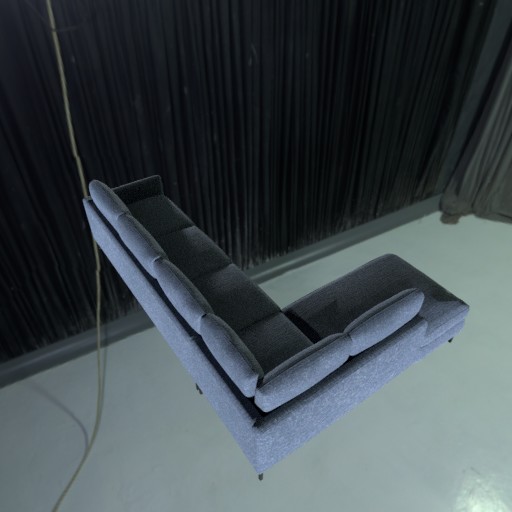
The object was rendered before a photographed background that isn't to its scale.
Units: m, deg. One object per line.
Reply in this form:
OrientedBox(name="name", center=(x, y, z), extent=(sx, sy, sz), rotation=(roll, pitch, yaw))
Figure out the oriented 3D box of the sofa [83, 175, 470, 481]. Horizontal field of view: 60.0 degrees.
OrientedBox(name="sofa", center=(0.000, 0.000, 3.870), extent=(2.007, 0.815, 2.949), rotation=(-25, 46, -26))
